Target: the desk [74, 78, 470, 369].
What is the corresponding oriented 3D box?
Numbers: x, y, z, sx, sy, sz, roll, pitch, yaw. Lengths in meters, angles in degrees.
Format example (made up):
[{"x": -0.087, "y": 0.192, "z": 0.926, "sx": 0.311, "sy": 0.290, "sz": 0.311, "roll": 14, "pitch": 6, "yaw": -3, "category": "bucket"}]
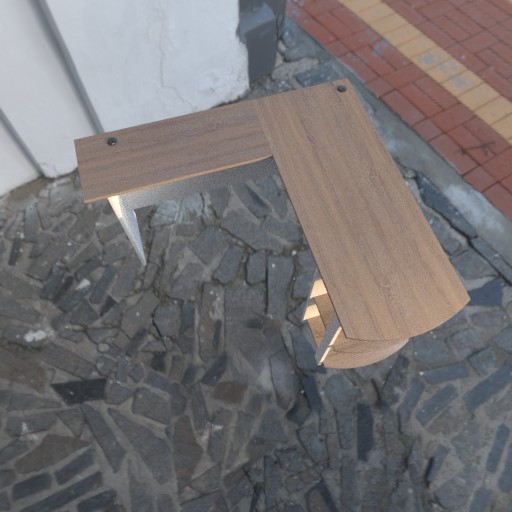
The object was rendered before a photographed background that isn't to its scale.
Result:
[{"x": 0.000, "y": 0.000, "z": 2.175, "sx": 1.361, "sy": 0.716, "sz": 1.303, "roll": -15, "pitch": 65, "yaw": -7, "category": "desk"}]
